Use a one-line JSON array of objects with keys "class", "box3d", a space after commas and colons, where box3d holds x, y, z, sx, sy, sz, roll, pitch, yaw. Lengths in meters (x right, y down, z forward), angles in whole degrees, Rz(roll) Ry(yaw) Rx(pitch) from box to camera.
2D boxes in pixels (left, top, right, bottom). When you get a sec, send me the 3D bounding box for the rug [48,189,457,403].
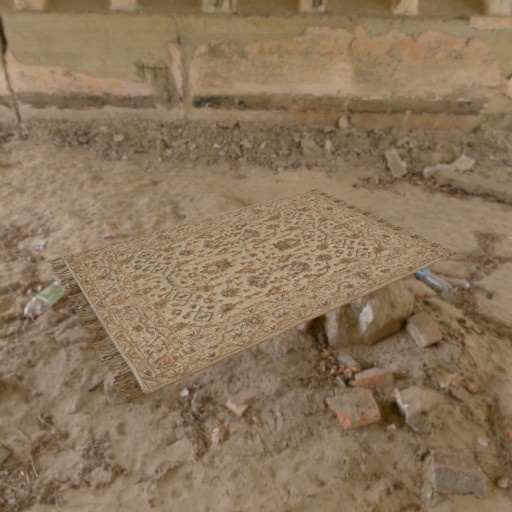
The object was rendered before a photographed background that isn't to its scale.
[{"class": "rug", "box3d": [0.000, 0.000, 3.094, 2.434, 0.027, 1.529, -19, 35, -29]}]
